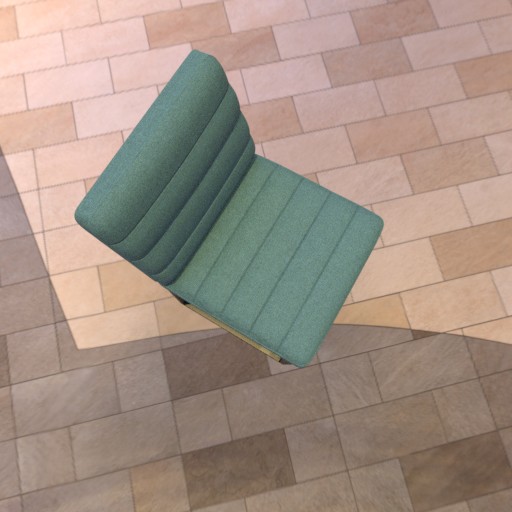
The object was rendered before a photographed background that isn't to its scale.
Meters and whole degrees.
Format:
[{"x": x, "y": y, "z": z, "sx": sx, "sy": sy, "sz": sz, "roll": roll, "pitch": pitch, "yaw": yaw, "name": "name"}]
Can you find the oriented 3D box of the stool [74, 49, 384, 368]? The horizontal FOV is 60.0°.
[{"x": 0.000, "y": 0.000, "z": 1.347, "sx": 0.560, "sy": 1.040, "sz": 0.460, "roll": 30, "pitch": 78, "yaw": 7, "name": "stool"}]
